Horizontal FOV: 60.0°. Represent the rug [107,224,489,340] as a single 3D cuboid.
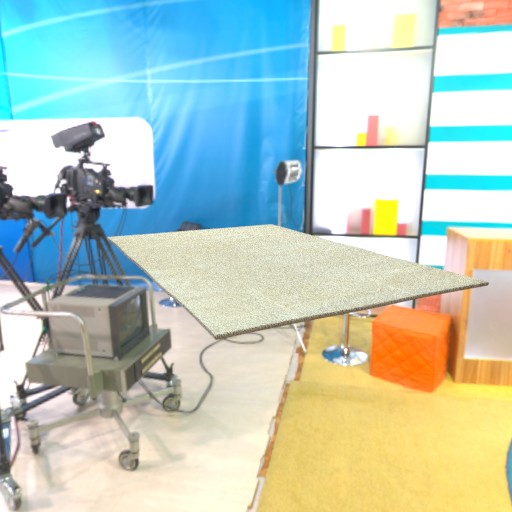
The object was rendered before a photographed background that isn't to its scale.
[{"bbox_3d":[0.000,0.000,3.466,1.800,0.025,2.699,-6,14,-27],"label":"rug"}]
